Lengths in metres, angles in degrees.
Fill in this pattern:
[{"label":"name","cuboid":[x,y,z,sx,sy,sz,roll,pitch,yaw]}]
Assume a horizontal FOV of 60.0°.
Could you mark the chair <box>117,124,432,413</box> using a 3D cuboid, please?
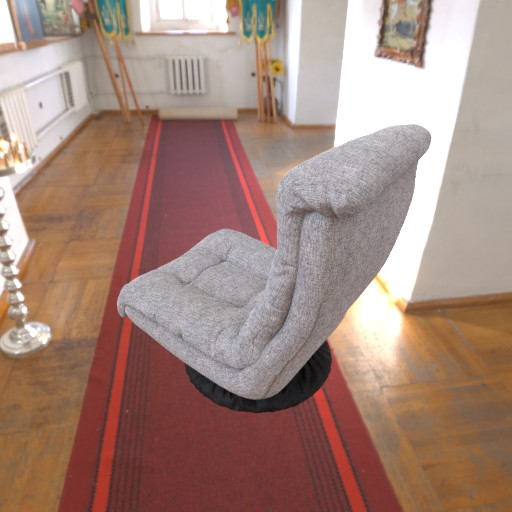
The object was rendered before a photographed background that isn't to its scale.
[{"label":"chair","cuboid":[0.000,0.000,0.970,0.583,0.600,0.400,21,37,30]}]
